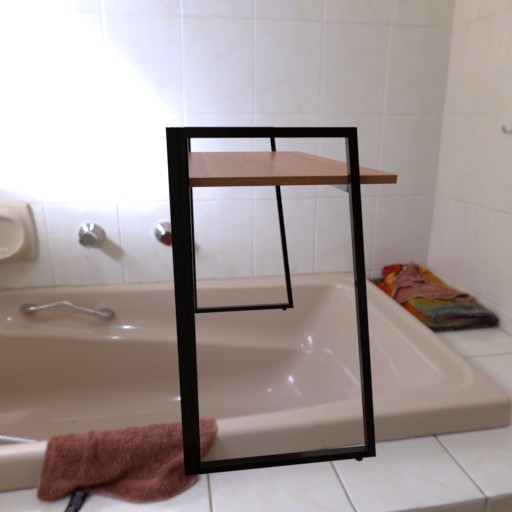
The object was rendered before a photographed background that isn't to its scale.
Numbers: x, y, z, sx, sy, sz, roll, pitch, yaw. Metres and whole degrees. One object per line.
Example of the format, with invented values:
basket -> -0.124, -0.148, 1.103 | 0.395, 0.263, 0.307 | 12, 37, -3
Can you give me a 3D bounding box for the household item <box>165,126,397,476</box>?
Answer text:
household item -> 0.000, 0.000, 1.536 | 0.510, 0.860, 1.050 | -2, 16, -7
